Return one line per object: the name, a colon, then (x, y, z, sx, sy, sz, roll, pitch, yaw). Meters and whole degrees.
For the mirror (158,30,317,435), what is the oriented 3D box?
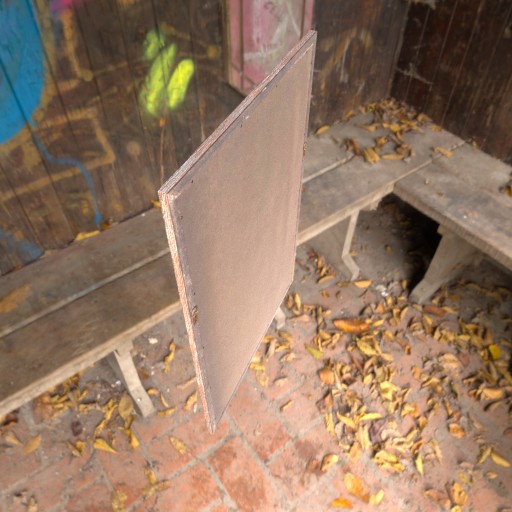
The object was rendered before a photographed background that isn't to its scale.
mirror: (0.000, 0.000, 1.275, 0.025, 0.996, 0.705, 19, 50, 16)
